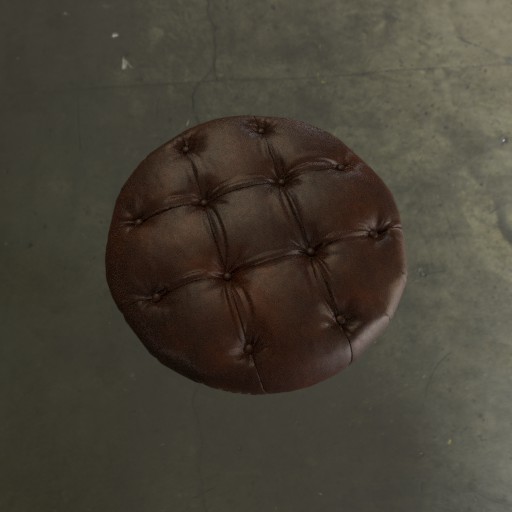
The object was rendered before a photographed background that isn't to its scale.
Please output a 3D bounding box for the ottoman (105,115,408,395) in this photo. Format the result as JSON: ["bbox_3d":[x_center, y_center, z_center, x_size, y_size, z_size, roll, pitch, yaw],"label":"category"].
[{"bbox_3d":[0.000,0.000,1.425,0.901,0.455,0.901,0,64,0],"label":"ottoman"}]
